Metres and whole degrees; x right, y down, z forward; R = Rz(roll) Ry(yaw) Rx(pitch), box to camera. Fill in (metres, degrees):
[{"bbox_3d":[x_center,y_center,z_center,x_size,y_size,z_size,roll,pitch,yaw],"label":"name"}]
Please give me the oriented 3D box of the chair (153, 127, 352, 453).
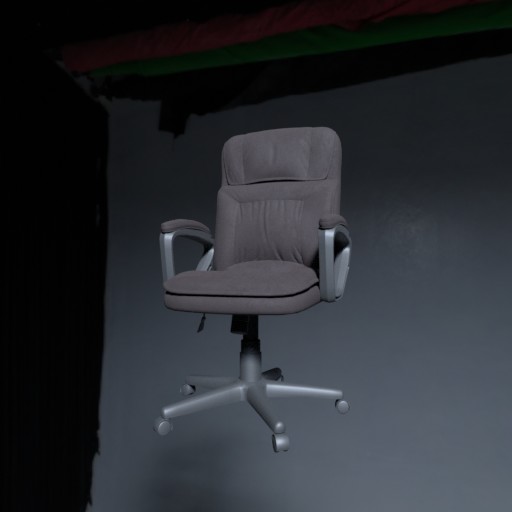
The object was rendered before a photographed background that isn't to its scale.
[{"bbox_3d":[0.000,0.000,1.621,0.667,1.105,0.724,0,-1,19],"label":"chair"}]
